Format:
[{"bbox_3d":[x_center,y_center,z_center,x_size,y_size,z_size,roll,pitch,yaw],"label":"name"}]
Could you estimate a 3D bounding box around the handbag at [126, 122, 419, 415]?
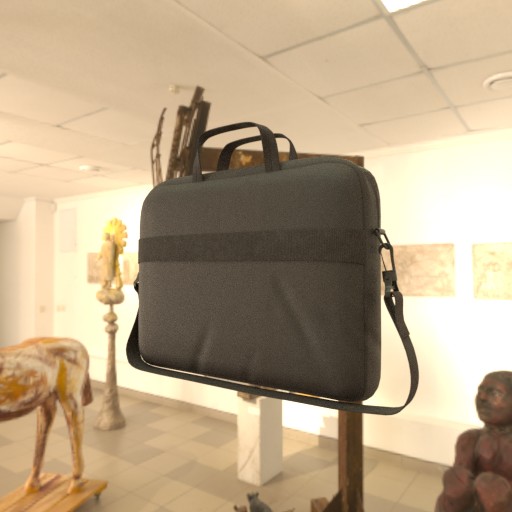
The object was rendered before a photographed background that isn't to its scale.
[{"bbox_3d":[0.000,0.000,0.438,0.320,0.244,0.089,-1,-1,34],"label":"handbag"}]
